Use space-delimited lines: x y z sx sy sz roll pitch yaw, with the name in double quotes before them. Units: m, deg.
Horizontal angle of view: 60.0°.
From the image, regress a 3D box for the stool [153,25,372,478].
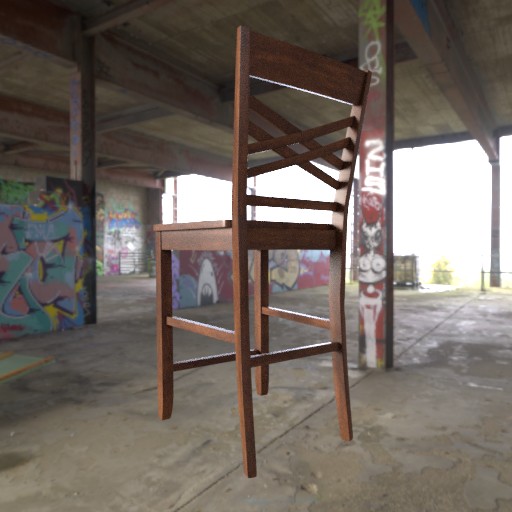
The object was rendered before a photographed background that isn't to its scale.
"stool" 0.000 0.000 1.366 0.462 1.079 0.539 -1 1 -36
